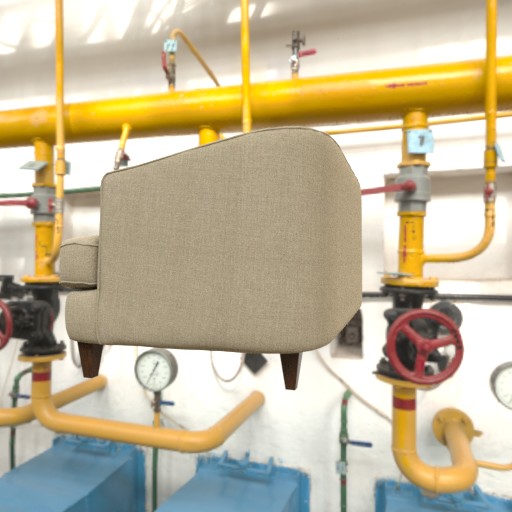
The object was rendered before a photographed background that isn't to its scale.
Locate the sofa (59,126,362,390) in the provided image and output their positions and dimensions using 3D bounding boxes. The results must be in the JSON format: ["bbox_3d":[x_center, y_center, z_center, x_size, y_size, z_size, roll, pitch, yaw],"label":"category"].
[{"bbox_3d":[0.000,0.000,2.203,0.941,0.855,1.733,0,0,18],"label":"sofa"}]
